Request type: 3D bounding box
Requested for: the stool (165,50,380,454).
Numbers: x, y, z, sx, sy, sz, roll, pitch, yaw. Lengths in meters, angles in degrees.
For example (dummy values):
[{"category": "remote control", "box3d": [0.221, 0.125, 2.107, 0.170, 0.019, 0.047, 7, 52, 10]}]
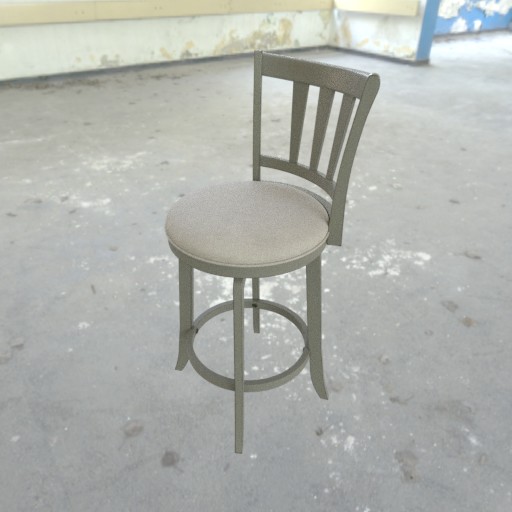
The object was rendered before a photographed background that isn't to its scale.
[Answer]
[{"category": "stool", "box3d": [0.000, 0.000, 1.249, 0.486, 0.994, 0.450, -20, 38, -29]}]
